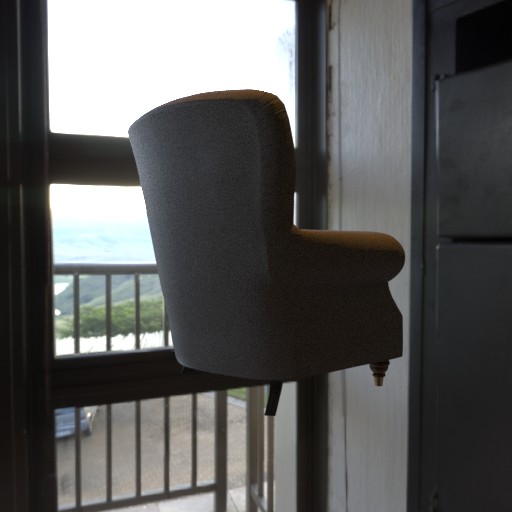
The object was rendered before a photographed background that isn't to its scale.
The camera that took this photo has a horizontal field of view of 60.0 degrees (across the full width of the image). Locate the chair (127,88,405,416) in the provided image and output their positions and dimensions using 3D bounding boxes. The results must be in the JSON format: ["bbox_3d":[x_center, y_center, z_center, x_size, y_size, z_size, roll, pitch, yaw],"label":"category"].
[{"bbox_3d":[0.000,0.000,1.813,0.983,1.046,0.983,-1,2,-36],"label":"chair"}]
